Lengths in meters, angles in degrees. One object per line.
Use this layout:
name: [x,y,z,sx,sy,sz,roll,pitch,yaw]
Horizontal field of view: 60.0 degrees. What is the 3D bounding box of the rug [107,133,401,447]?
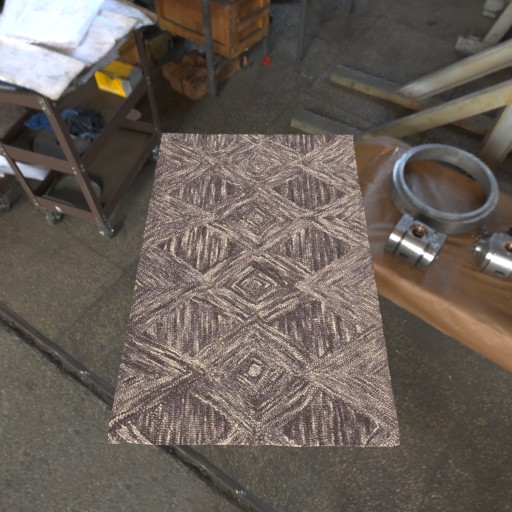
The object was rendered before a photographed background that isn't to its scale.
rug: [0.000,0.000,2.269,1.186,0.012,1.814,0,57,0]
